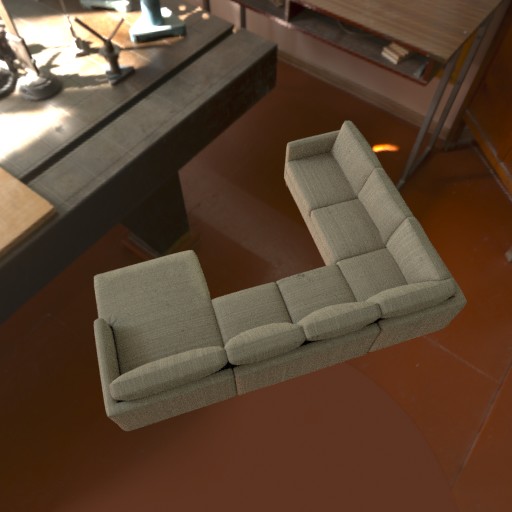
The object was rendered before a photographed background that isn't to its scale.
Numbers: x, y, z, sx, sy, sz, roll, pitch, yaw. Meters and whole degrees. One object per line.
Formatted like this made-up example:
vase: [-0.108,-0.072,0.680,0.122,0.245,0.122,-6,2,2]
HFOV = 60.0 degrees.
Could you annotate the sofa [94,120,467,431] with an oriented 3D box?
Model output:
sofa: [0.000,0.000,4.795,3.460,0.961,2.594,-15,59,-9]
